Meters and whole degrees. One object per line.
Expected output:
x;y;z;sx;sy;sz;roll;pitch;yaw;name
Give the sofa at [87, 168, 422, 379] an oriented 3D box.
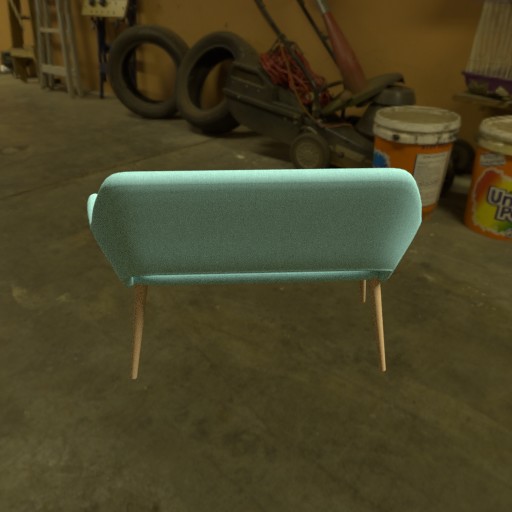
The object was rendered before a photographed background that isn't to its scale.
0.000;0.000;1.608;1.150;0.840;0.610;-1;30;-2;sofa
